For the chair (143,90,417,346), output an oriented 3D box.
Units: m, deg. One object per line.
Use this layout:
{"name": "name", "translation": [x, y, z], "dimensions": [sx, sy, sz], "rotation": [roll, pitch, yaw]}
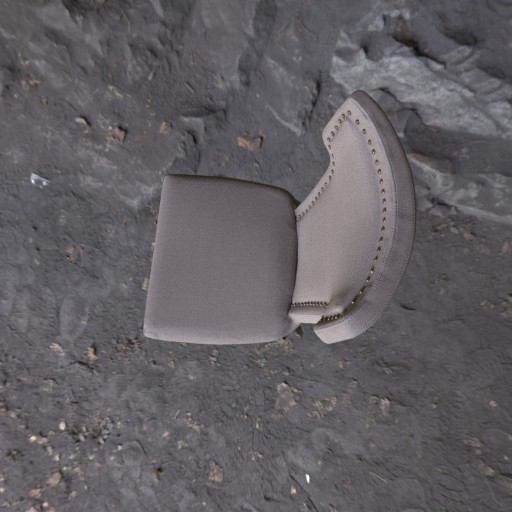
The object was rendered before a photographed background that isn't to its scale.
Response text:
{"name": "chair", "translation": [0.000, 0.000, 1.310], "dimensions": [0.630, 0.955, 0.526], "rotation": [4, 76, 1]}
